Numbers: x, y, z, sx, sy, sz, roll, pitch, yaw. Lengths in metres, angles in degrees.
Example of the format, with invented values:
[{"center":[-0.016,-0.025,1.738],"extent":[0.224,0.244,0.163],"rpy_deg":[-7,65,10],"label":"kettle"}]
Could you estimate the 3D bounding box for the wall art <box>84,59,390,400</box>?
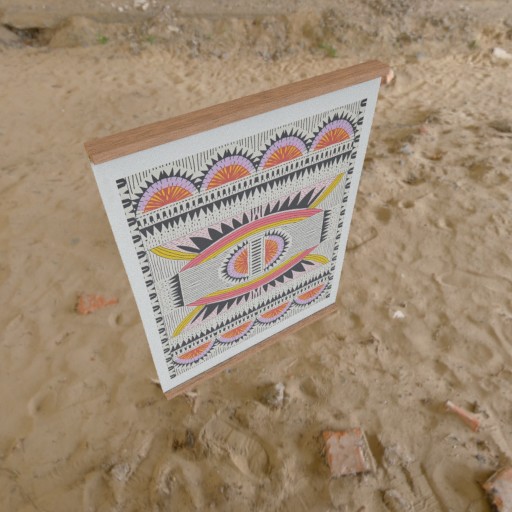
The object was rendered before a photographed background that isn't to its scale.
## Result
[{"center":[0.000,0.000,0.709],"extent":[0.403,0.527,0.028],"rpy_deg":[-24,51,-21],"label":"wall art"}]
